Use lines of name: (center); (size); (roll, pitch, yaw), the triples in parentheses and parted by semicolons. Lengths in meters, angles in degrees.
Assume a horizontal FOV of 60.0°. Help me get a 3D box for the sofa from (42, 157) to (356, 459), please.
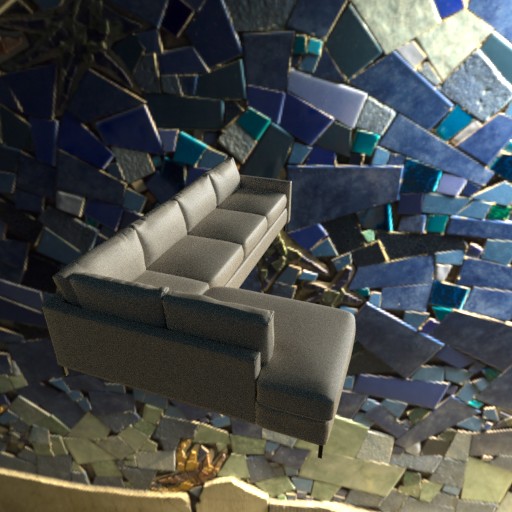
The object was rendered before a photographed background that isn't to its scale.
sofa: (0.000, 0.000, 3.167); (1.617, 0.703, 2.423); (10, 31, 17)
